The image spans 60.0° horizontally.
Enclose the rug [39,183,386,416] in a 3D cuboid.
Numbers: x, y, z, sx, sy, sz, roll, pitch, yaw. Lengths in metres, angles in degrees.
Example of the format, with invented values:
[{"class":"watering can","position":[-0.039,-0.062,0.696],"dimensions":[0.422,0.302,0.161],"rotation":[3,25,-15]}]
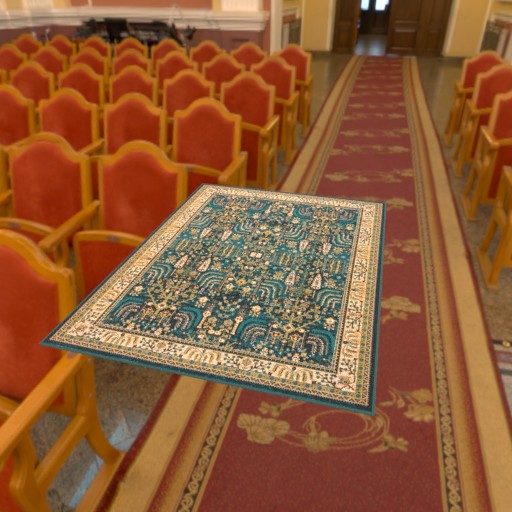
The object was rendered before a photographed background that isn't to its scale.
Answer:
[{"class":"rug","position":[0.000,0.000,4.018],"dimensions":[2.226,0.015,3.044],"rotation":[8,32,13]}]
